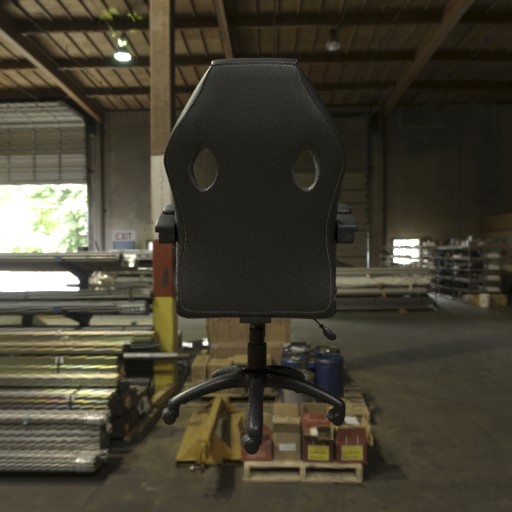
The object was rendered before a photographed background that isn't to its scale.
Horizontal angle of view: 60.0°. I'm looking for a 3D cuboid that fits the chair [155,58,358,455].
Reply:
[{"bbox_3d":[0.000,0.000,1.654,0.673,1.187,0.724,0,0,1],"label":"chair"}]
